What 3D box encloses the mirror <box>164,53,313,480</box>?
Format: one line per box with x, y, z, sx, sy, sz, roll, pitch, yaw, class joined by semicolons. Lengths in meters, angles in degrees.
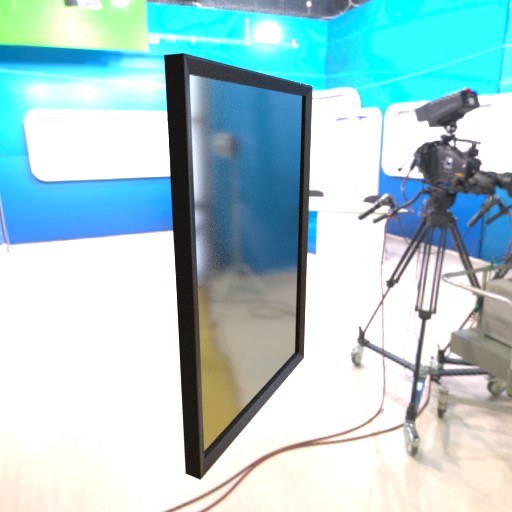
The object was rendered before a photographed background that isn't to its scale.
0.000;0.000;0.930;0.039;0.710;0.507;8;17;26;mirror
